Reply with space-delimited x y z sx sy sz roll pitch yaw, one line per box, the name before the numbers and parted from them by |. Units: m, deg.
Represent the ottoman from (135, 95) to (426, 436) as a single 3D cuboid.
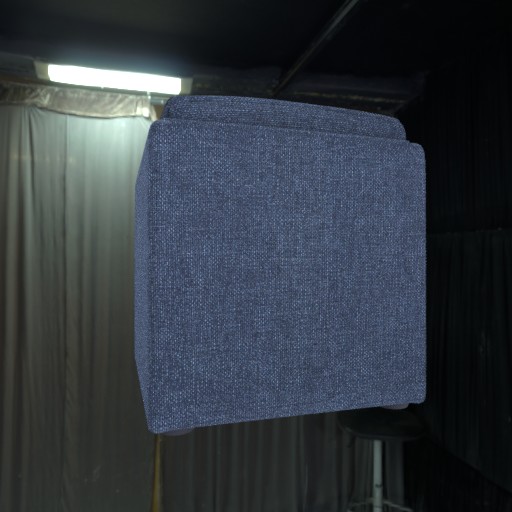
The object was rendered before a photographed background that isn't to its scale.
ottoman | 0.000 0.000 0.857 0.436 0.493 0.454 0 0 -17
